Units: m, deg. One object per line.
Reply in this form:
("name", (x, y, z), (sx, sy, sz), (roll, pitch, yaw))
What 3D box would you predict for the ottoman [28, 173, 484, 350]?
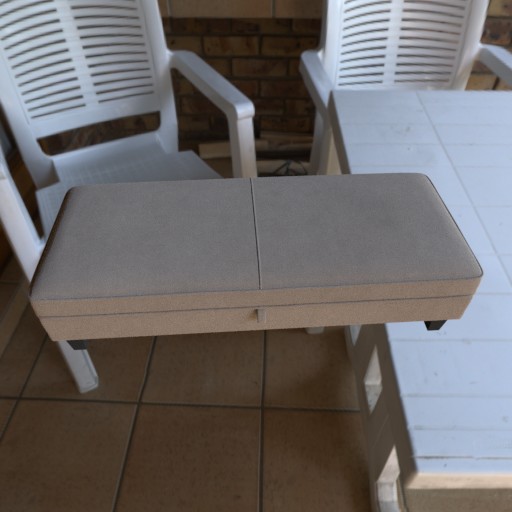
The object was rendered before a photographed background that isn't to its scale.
("ottoman", (0.000, 0.000, 1.979), (1.726, 0.460, 0.735), (-3, 45, -3))
